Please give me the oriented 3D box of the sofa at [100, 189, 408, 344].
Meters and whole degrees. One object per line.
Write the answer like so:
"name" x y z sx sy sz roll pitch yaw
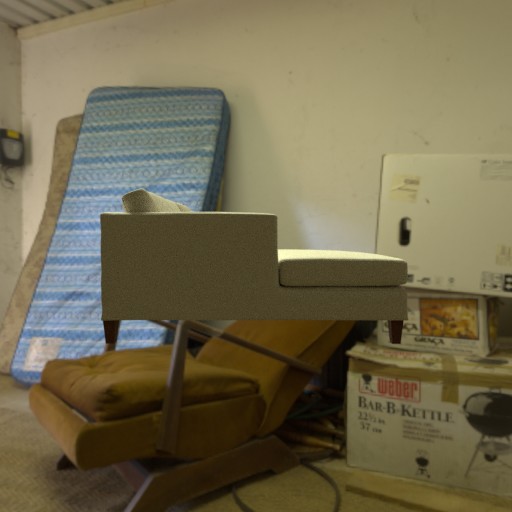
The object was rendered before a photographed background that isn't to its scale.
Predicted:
"sofa" 0.000 0.000 3.875 1.625 0.846 3.186 0 1 0
